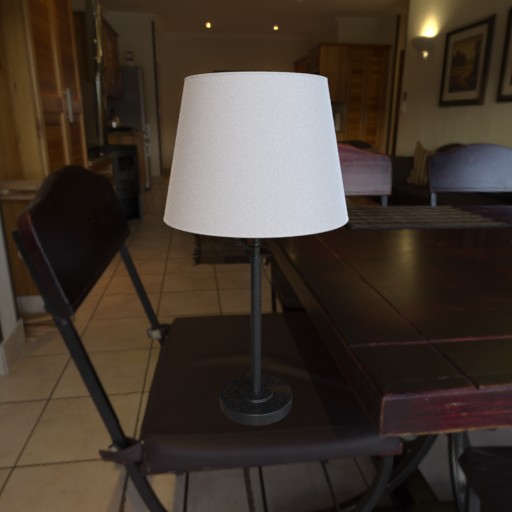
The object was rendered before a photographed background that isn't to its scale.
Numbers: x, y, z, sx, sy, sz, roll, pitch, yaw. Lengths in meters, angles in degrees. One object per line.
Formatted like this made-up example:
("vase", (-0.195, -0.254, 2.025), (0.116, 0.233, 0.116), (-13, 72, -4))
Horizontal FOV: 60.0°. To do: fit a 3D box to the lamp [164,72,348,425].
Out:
("lamp", (0.000, 0.000, 0.912), (0.363, 0.696, 0.363), (0, 16, 0))
